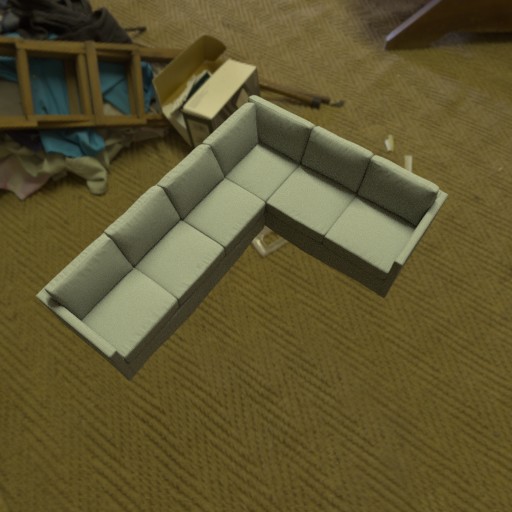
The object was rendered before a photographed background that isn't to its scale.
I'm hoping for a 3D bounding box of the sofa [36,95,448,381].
[{"bbox_3d":[0.000,0.000,4.324,2.432,0.871,3.182,33,65,17],"label":"sofa"}]
